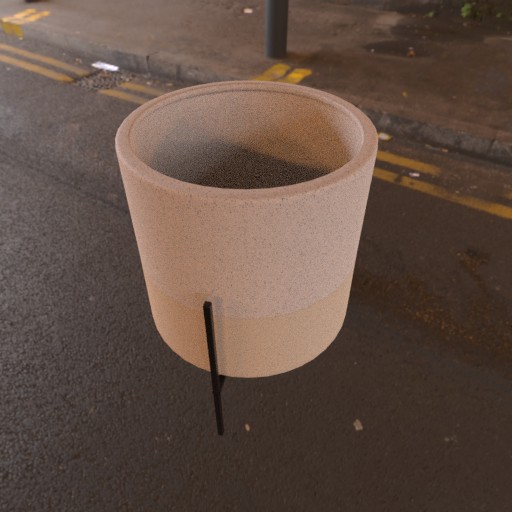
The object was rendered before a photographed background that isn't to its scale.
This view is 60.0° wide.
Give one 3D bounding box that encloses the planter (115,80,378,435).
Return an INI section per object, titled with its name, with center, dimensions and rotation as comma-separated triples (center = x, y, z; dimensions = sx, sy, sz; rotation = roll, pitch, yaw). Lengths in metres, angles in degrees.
[planter]
center = 0.000, 0.000, 0.673
dimensions = 0.335, 0.423, 0.313
rotation = -11, 43, -12
